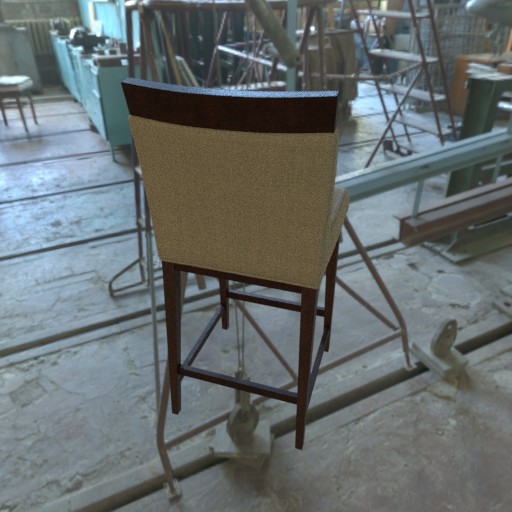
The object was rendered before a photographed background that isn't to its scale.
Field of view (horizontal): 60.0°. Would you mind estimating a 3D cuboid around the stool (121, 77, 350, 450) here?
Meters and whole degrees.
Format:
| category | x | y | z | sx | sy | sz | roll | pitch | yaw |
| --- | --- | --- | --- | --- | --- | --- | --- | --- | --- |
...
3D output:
| category | x | y | z | sx | sy | sz | roll | pitch | yaw |
| --- | --- | --- | --- | --- | --- | --- | --- | --- | --- |
| stool | 0.000 | 0.000 | 1.288 | 0.463 | 1.011 | 0.480 | 10 | 33 | 15 |
